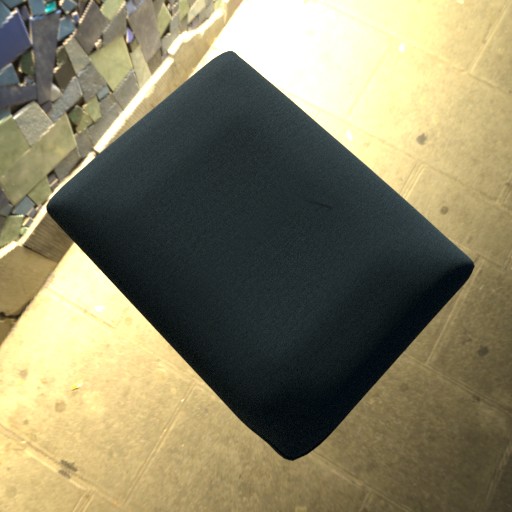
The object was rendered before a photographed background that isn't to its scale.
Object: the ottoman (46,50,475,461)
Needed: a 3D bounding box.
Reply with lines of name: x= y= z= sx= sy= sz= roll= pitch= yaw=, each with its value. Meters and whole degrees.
ottoman: x=0.000 y=0.000 z=1.216 sx=0.629 sy=0.503 sz=0.835 roll=-44 pitch=79 yaw=-10
